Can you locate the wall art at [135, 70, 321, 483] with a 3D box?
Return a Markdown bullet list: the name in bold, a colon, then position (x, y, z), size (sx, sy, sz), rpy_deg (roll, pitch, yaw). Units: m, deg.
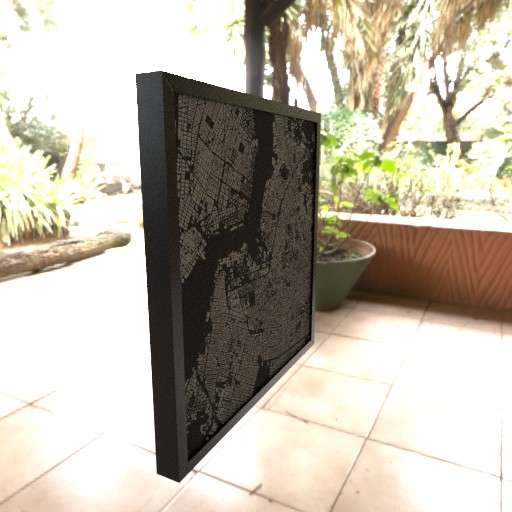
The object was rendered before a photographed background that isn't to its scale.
- **wall art**: position (0.000, 0.000, 0.753), size (0.038, 0.506, 0.506), rpy_deg (6, 14, 27)
